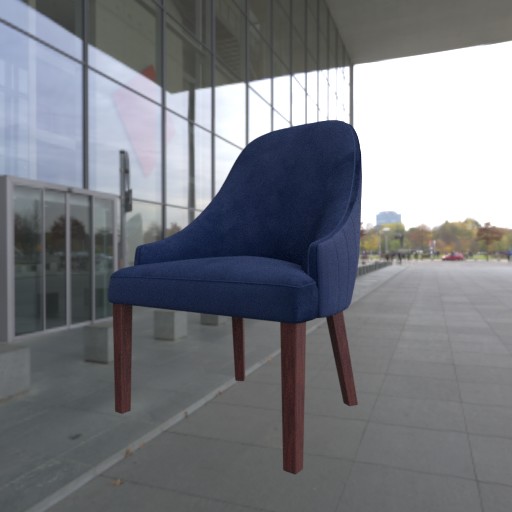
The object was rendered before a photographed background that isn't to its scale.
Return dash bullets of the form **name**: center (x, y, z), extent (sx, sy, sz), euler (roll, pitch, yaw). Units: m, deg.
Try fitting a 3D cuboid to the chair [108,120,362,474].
- **chair**: center (0.000, 0.000, 1.298), extent (0.643, 0.889, 0.575), euler (0, 1, 37)
